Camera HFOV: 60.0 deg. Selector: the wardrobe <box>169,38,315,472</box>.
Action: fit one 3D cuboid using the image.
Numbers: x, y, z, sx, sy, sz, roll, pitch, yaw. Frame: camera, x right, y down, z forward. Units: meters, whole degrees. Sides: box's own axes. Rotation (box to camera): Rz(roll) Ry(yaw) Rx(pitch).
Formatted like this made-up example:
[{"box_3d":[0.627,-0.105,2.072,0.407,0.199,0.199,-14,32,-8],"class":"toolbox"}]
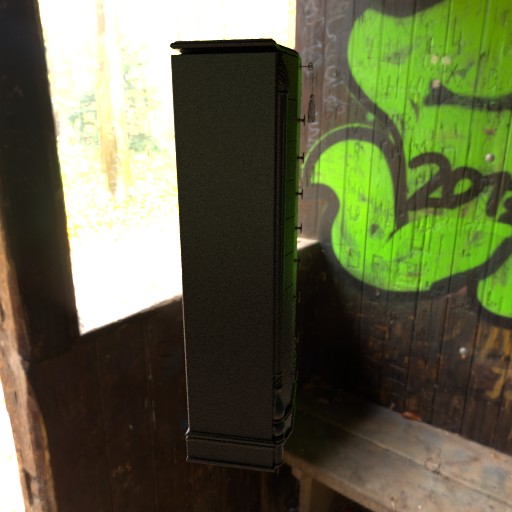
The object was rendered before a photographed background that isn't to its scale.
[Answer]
[{"box_3d":[0.000,0.000,1.209,0.295,1.011,0.444,3,17,9],"class":"wardrobe"}]
